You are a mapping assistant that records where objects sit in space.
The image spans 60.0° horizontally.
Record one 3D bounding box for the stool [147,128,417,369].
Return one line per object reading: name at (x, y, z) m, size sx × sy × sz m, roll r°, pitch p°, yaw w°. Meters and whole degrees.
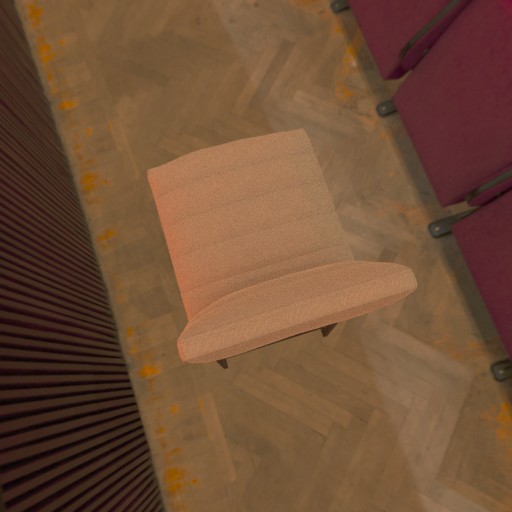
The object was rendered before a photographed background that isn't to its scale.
stool at (0.000, 0.000, 1.342) m, size 0.464 × 1.061 × 0.573 m, roll -17°, pitch 76°, yaw -4°
